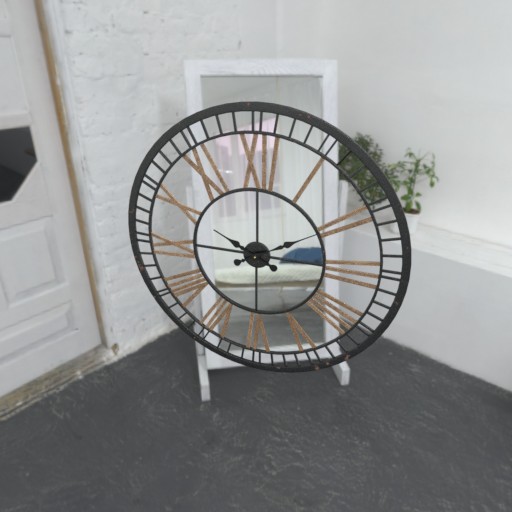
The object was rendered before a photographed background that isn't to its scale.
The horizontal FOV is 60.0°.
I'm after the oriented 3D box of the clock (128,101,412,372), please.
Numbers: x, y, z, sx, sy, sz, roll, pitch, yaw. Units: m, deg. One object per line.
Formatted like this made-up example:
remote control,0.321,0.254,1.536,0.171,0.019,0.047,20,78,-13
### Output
clock,0.000,0.000,1.273,0.843,0.843,0.025,9,29,17
